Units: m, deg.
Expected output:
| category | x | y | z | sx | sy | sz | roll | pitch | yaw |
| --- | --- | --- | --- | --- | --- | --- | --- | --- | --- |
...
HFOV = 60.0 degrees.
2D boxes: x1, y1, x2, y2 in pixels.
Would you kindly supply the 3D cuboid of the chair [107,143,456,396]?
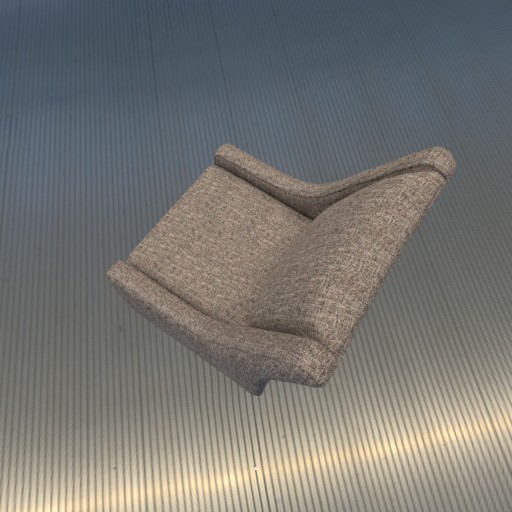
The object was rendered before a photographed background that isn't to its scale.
| category | x | y | z | sx | sy | sz | roll | pitch | yaw |
| --- | --- | --- | --- | --- | --- | --- | --- | --- | --- |
| chair | 0.000 | 0.000 | 1.637 | 0.870 | 1.014 | 0.774 | 32 | 68 | 14 |
